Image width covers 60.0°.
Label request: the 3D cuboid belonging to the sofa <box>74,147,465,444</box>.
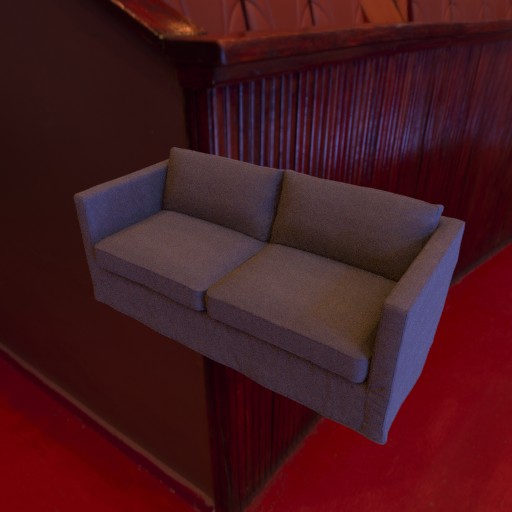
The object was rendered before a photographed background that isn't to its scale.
[{"bbox_3d":[0.000,0.000,2.530,1.982,0.855,0.953,19,35,29],"label":"sofa"}]
